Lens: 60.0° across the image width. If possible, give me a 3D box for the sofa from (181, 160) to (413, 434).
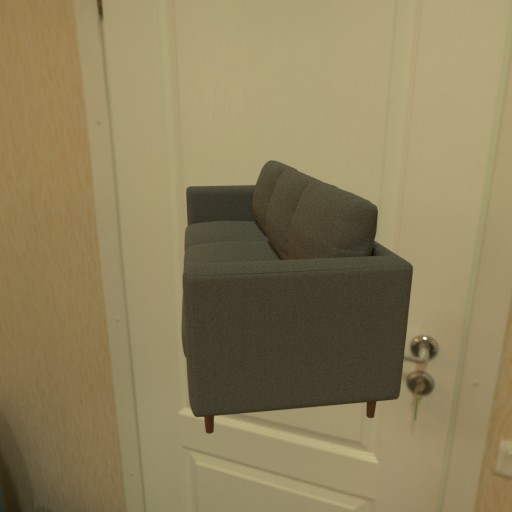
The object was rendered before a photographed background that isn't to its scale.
[{"bbox_3d":[0.000,0.000,2.466,0.802,0.912,2.029,-2,17,-8],"label":"sofa"}]
